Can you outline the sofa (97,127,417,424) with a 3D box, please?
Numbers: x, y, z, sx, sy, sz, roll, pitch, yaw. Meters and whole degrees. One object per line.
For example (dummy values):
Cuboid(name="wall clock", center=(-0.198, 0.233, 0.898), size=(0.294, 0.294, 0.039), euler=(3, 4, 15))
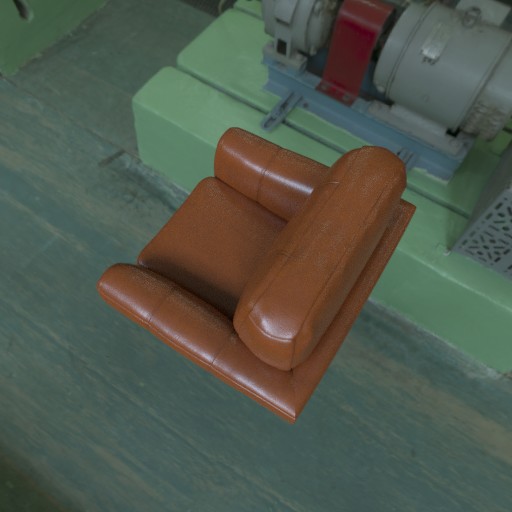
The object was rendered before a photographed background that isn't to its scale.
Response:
Cuboid(name="sofa", center=(0.000, 0.000, 1.539), size=(0.789, 0.876, 0.836), euler=(30, 68, 13))
